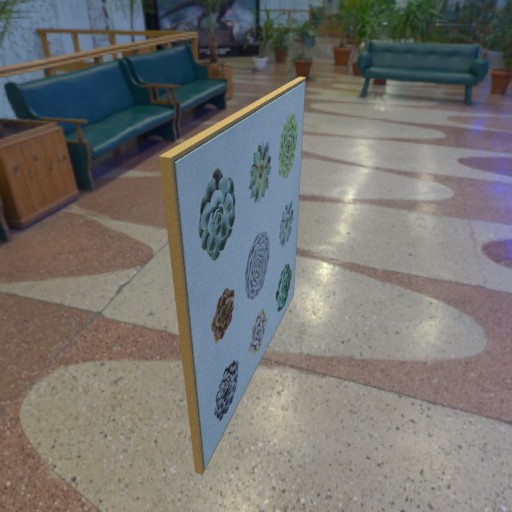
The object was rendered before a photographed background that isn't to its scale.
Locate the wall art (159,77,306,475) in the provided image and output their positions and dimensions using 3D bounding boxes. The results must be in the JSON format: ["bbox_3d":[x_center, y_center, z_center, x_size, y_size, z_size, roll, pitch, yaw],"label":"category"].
[{"bbox_3d":[0.000,0.000,0.688,0.013,0.455,0.457,11,32,17],"label":"wall art"}]
